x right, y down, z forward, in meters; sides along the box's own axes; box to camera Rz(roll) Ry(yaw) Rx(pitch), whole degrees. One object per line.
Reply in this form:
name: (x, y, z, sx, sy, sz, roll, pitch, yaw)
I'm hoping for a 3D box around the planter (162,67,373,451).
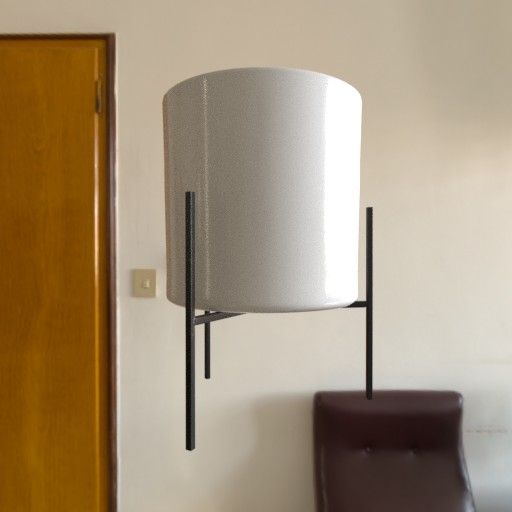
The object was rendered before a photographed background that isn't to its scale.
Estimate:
planter: (0.000, 0.000, 0.650, 0.307, 0.431, 0.308, 0, 1, -35)
